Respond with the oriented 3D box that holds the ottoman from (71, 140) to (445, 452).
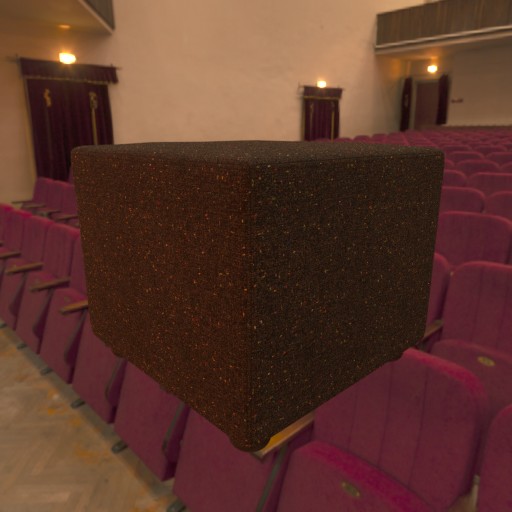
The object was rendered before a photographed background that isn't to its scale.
[{"bbox_3d":[0.000,0.000,0.865,0.508,0.432,0.508,-14,21,-41],"label":"ottoman"}]
